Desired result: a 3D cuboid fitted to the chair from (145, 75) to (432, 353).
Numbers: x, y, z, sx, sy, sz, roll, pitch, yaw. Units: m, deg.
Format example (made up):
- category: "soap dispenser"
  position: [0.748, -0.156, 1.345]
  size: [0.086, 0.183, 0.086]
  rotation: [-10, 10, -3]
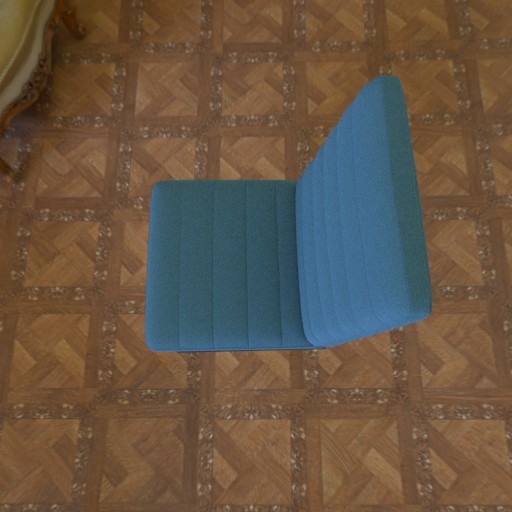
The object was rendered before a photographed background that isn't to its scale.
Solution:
- category: "chair"
  position: [0.000, 0.000, 1.277]
  size: [0.634, 0.930, 0.520]
  rotation: [-1, 73, 0]
